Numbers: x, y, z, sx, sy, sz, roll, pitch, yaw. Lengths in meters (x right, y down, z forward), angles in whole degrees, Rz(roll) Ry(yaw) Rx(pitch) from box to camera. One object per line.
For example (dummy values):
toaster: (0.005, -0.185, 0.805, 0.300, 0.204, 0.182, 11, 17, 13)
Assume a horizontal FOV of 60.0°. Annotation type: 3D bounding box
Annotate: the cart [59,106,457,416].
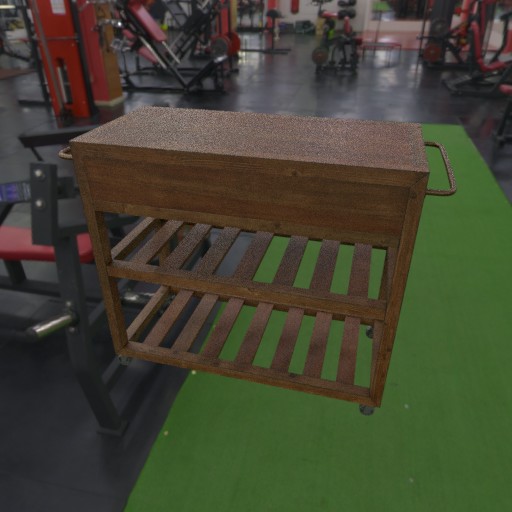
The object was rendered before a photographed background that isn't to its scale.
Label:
cart: (0.000, 0.000, 1.475, 1.065, 0.830, 0.445, 8, 32, 13)
